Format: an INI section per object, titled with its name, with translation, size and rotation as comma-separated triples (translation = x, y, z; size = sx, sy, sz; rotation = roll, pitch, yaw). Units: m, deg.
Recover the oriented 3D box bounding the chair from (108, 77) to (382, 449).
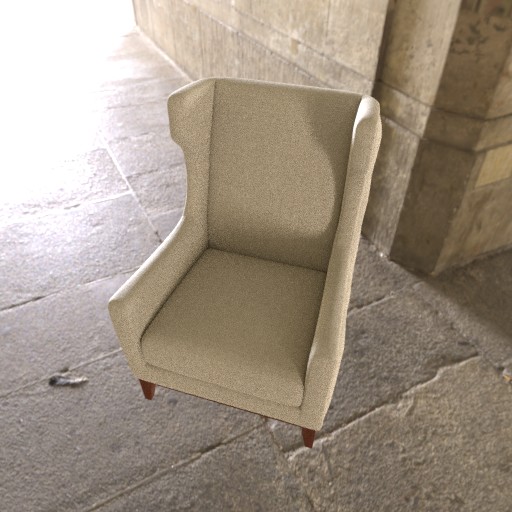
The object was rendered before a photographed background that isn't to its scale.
[chair]
translation = 0.000, 0.000, 1.694
size = 0.778, 1.079, 0.899
rotation = 12, 43, 13
